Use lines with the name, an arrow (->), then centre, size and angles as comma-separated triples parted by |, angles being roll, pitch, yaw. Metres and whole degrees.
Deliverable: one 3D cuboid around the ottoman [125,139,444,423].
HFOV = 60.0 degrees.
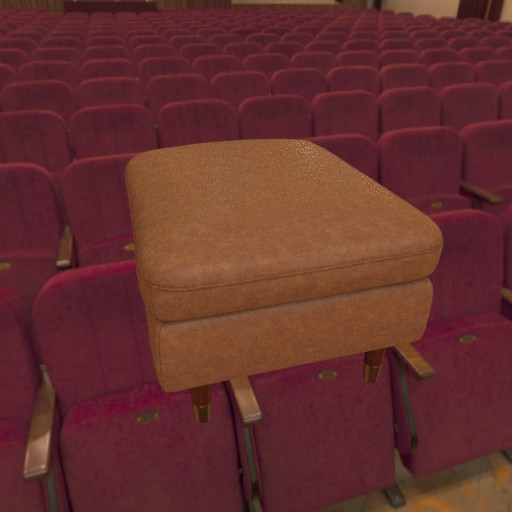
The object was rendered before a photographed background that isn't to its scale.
ottoman -> 0.000, 0.000, 1.141 | 0.593, 0.478, 0.747 | -8, 30, -15
